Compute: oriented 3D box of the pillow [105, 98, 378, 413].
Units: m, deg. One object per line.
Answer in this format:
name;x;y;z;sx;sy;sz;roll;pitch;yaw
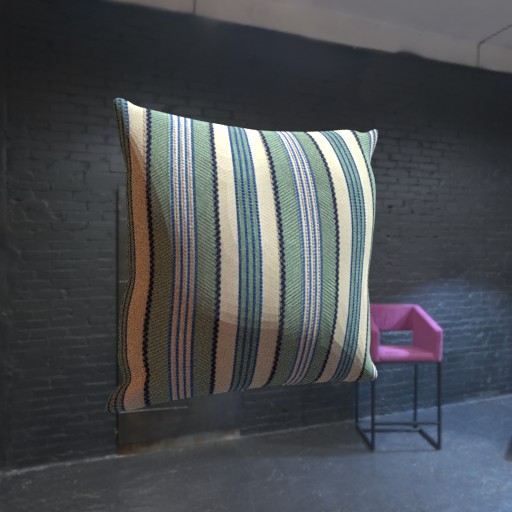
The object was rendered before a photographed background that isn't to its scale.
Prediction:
pillow;0.000;0.000;0.682;0.440;0.441;0.182;0;0;-19
